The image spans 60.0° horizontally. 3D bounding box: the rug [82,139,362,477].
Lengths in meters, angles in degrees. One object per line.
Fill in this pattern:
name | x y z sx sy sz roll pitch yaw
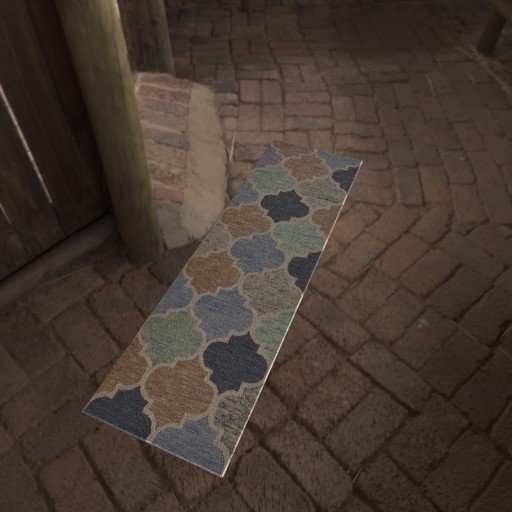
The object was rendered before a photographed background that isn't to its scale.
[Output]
rug | 0.000 0.000 2.557 0.687 0.011 2.287 17 50 15
